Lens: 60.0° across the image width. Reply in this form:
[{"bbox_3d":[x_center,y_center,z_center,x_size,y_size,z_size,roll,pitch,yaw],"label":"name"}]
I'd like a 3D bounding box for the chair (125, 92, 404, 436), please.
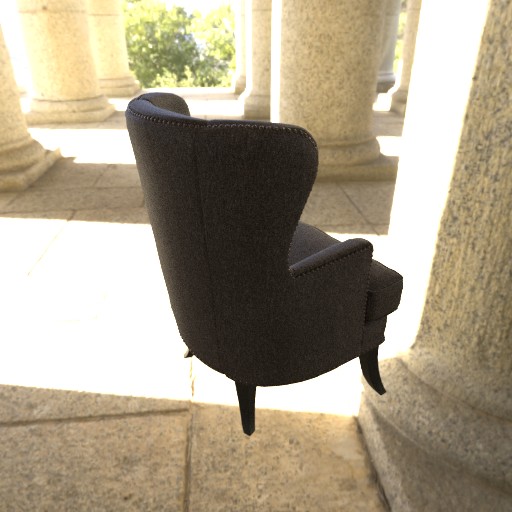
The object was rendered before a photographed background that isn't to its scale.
[{"bbox_3d":[0.000,0.000,1.564,0.758,1.060,0.759,-17,32,-30],"label":"chair"}]
